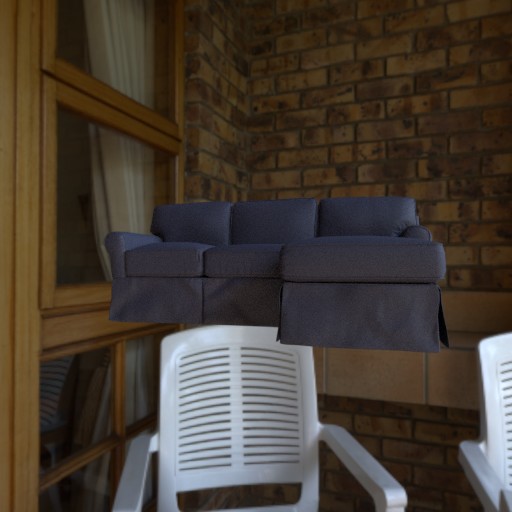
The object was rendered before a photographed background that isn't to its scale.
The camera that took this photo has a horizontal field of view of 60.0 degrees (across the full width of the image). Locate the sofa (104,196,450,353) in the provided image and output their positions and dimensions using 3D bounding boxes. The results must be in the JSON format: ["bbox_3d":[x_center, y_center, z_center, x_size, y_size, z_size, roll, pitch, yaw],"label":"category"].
[{"bbox_3d":[0.000,0.000,3.347,2.518,1.039,1.637,0,-1,15],"label":"sofa"}]
